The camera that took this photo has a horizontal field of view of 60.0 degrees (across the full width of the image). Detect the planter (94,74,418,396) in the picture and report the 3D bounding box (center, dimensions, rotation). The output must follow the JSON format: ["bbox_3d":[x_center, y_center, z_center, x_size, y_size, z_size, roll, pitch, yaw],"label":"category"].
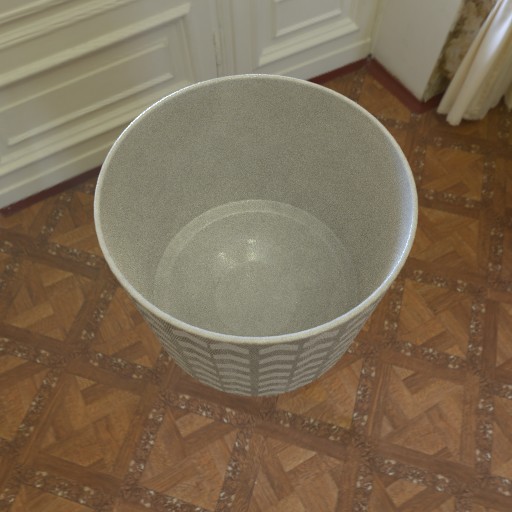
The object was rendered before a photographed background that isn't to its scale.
[{"bbox_3d":[0.000,0.000,0.451,0.250,0.239,0.250,0,63,0],"label":"planter"}]
